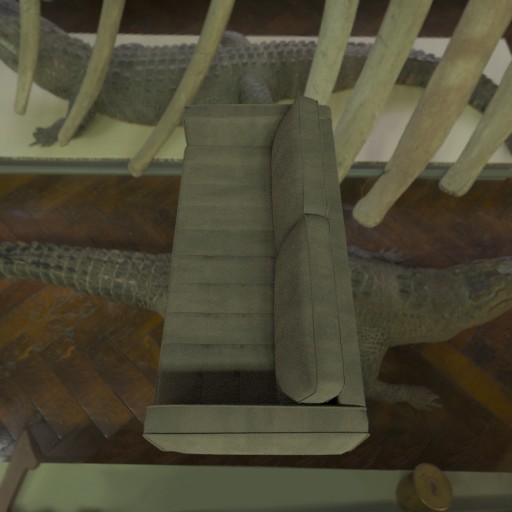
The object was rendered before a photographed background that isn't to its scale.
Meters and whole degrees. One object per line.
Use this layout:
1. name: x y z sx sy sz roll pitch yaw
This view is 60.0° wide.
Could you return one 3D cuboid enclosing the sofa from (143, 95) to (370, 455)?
1. sofa: 0.000 0.000 2.391 0.924 0.825 1.920 0 59 0
